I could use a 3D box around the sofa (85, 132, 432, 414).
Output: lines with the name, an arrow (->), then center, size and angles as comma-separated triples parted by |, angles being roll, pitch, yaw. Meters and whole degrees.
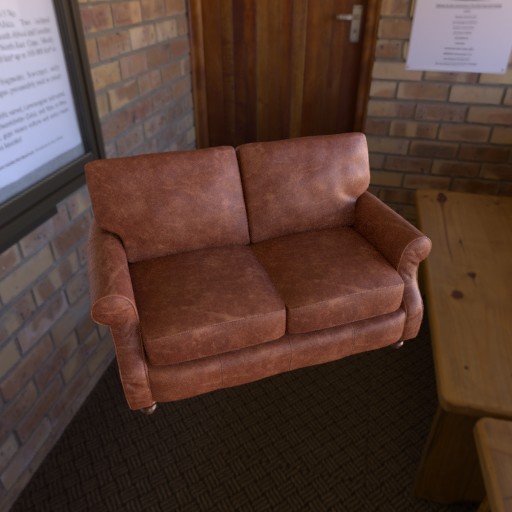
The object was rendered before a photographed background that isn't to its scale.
sofa -> 0.000, 0.000, 2.274 | 1.616, 0.967, 0.990 | -10, 34, -16
